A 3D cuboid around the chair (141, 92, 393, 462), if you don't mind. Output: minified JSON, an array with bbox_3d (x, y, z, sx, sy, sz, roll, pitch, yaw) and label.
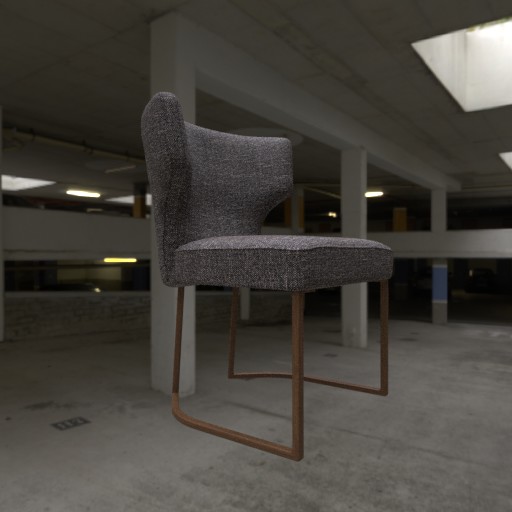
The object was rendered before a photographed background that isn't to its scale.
[{"bbox_3d":[0.000,0.000,1.265,0.617,0.824,0.611,0,1,36],"label":"chair"}]
